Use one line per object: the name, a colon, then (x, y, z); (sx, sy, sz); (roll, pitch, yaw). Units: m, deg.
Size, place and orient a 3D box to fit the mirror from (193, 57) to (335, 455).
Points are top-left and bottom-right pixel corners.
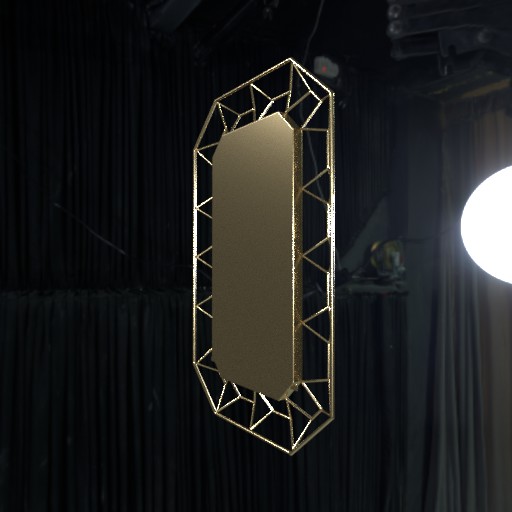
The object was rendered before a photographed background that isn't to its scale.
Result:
mirror: (0.000, 0.000, 1.108); (0.051, 0.870, 0.572); (0, -1, -36)
